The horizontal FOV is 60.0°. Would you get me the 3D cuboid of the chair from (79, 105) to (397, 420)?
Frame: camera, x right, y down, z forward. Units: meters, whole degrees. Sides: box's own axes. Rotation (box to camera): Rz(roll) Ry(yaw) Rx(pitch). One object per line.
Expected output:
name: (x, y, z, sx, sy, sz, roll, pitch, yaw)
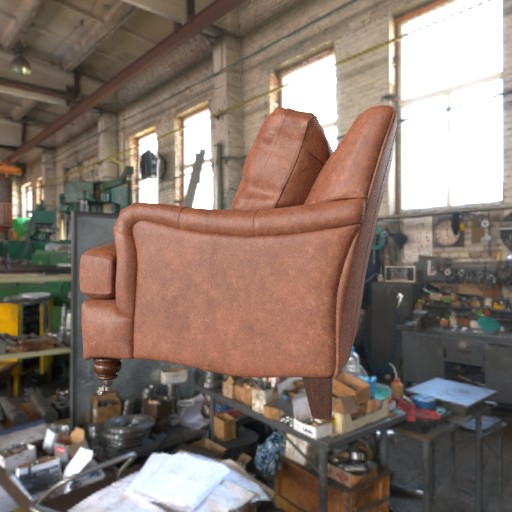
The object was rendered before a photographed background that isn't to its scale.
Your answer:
chair: (0.000, 0.000, 1.940, 1.158, 1.055, 0.986, 0, 0, 16)
